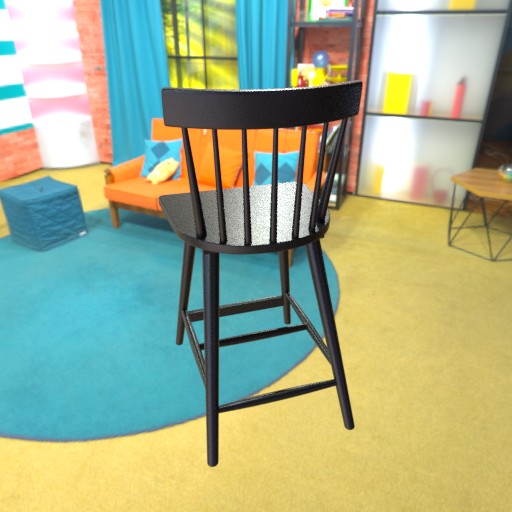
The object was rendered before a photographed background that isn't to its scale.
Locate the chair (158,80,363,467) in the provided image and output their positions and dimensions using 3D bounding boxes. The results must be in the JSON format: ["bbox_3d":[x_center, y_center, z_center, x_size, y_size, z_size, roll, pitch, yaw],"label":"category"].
[{"bbox_3d":[0.000,0.000,1.283,0.483,0.952,0.572,-8,29,-15],"label":"chair"}]
